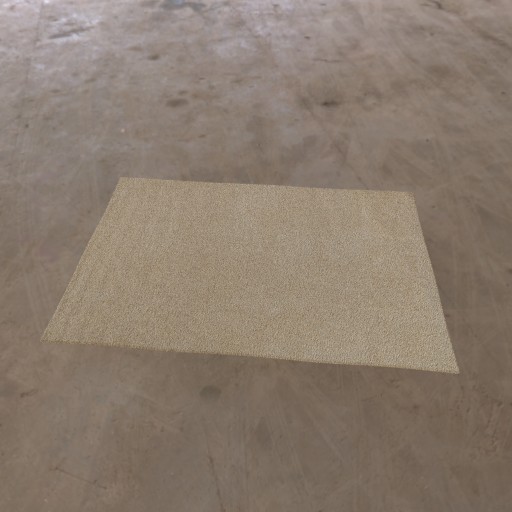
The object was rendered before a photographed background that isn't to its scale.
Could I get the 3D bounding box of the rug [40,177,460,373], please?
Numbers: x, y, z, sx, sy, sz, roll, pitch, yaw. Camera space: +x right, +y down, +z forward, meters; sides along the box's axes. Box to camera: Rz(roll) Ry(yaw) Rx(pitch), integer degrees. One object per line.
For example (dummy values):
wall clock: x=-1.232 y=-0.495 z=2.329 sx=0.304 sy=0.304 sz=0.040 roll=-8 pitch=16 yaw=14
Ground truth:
rug: x=0.000 y=0.000 z=3.463 sx=2.699 sy=0.025 sz=1.800 roll=4 pitch=46 yaw=3
